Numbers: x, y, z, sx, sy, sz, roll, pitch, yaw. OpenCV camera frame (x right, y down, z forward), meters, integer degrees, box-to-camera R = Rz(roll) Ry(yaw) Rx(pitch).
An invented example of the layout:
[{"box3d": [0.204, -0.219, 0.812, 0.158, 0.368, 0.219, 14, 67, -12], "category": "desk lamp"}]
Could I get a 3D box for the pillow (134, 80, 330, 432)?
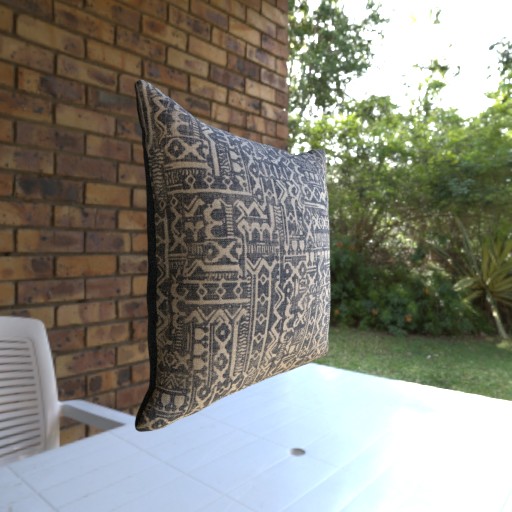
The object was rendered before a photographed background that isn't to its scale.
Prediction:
[{"box3d": [0.000, 0.000, 0.817, 0.180, 0.487, 0.546, 1, 1, 36], "category": "pillow"}]
